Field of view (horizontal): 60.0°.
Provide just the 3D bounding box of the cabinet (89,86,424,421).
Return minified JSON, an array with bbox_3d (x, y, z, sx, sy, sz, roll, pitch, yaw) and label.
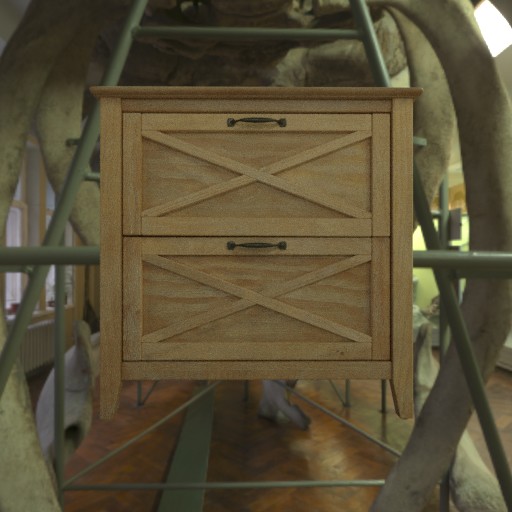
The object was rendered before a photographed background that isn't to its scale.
[{"bbox_3d":[0.000,0.000,1.249,0.763,0.762,0.503,0,0,-1],"label":"cabinet"}]
